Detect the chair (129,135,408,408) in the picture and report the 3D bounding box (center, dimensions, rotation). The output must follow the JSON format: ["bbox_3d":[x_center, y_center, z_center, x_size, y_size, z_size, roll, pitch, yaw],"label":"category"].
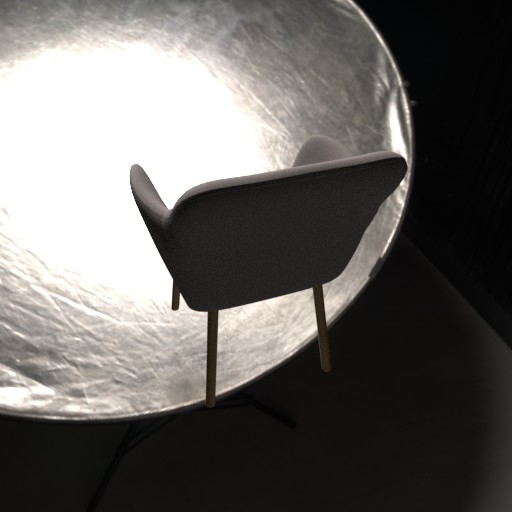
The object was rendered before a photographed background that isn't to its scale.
[{"bbox_3d":[0.000,0.000,1.201,0.570,0.830,0.590,-13,42,-14],"label":"chair"}]
